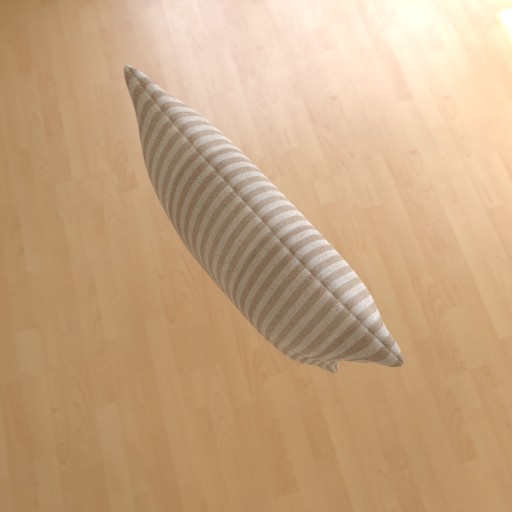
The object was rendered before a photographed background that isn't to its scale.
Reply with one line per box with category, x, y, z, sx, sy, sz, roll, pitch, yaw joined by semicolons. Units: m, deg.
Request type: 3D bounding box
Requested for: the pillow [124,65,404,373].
pillow;0.000;0.000;0.784;0.166;0.510;0.523;-40;78;-10
